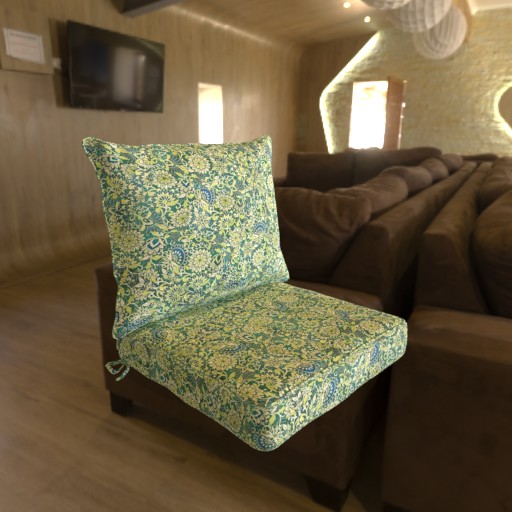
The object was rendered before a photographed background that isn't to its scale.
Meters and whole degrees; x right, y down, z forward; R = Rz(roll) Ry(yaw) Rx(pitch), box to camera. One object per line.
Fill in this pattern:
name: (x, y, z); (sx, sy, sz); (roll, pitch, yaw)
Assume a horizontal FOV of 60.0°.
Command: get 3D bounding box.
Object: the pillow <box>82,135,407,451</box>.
pillow: (0.000, 0.000, 1.375); (0.740, 0.722, 0.798); (14, 21, 42)
